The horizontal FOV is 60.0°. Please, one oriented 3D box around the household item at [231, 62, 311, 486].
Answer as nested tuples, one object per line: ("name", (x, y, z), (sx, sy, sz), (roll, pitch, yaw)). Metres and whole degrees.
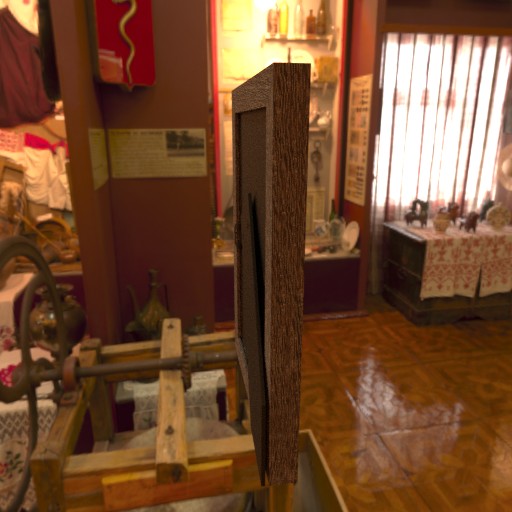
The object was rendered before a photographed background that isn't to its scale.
("household item", (0.000, 0.000, 0.285), (0.020, 0.210, 0.160), (-3, 17, -9))
